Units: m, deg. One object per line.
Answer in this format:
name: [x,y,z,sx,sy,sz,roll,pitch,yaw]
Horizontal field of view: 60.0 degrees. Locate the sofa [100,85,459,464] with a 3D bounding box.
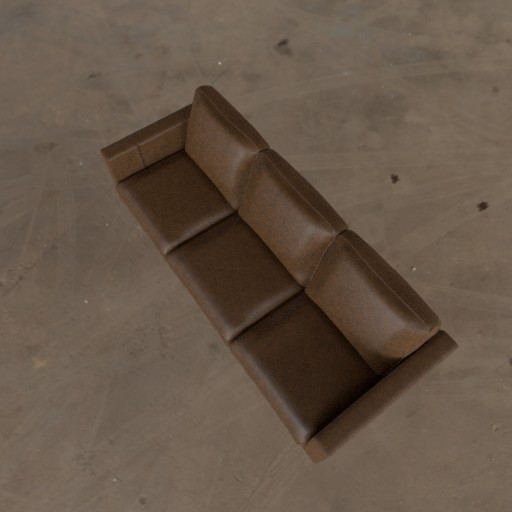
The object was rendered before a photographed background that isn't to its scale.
sofa: [0.000,0.000,2.713,0.903,0.930,2.231,-33,67,-16]
